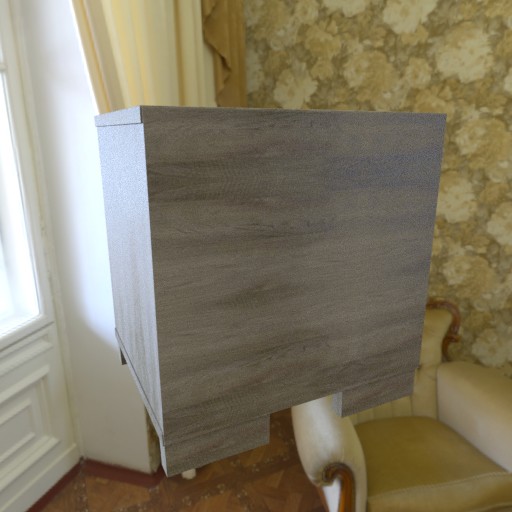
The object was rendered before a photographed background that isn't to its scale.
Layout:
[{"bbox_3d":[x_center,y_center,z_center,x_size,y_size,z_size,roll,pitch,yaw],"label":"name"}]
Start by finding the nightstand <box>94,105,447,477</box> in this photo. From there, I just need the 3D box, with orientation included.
[{"bbox_3d":[0.000,0.000,0.736,0.427,0.448,0.347,-8,17,-25],"label":"nightstand"}]
